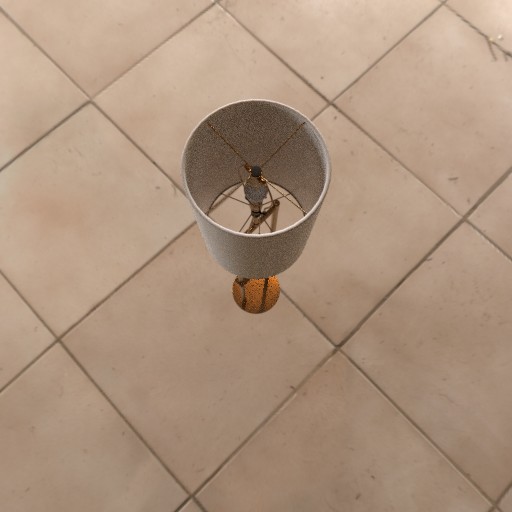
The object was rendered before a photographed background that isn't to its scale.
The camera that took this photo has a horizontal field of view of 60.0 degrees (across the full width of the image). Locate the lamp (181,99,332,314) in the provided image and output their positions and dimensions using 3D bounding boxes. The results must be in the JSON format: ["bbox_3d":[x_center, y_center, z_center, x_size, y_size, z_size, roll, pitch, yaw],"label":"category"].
[{"bbox_3d":[0.000,0.000,1.622,0.305,1.500,0.306,44,80,10],"label":"lamp"}]
